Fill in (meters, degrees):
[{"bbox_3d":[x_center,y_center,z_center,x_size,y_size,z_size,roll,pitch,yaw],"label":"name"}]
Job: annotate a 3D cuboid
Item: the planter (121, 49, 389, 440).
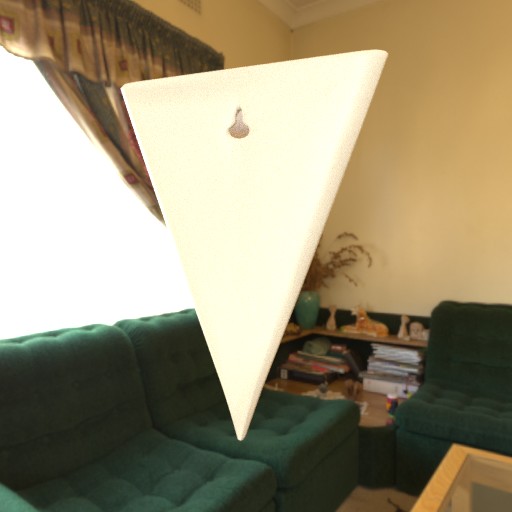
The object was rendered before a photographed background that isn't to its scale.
[{"bbox_3d":[0.000,0.000,0.260,0.150,0.197,0.060,0,1,18],"label":"planter"}]
